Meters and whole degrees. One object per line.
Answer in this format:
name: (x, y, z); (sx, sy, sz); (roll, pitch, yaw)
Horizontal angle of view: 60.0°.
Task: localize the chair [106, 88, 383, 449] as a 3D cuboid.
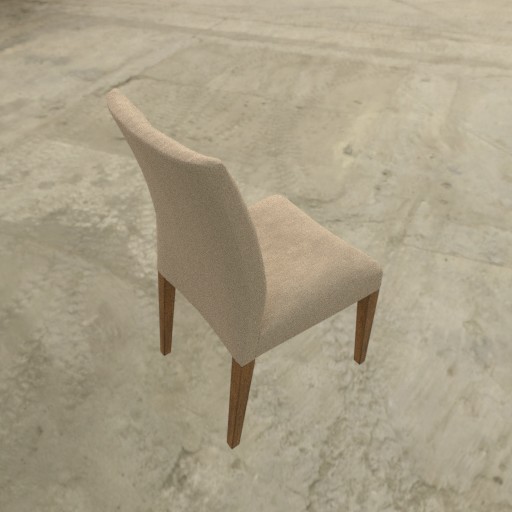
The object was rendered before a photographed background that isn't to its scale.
chair: (0.000, 0.000, 1.265); (0.585, 0.940, 0.496); (-26, 47, -27)
